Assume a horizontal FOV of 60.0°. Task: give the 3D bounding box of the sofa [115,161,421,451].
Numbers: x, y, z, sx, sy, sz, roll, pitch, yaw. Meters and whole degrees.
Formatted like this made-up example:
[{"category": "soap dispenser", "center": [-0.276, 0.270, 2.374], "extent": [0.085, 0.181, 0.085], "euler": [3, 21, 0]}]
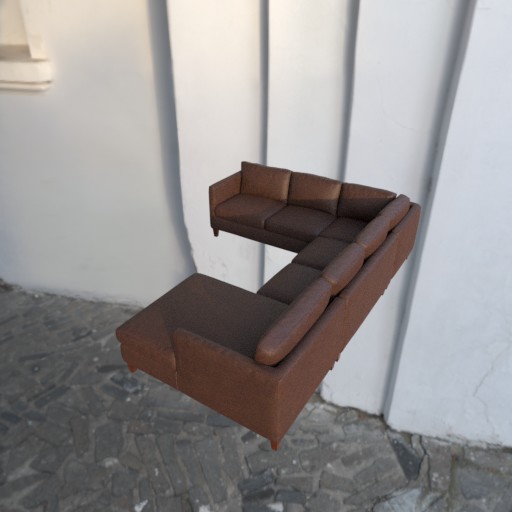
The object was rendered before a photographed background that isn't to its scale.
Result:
[{"category": "sofa", "center": [0.000, 0.000, 4.811], "extent": [2.593, 0.923, 3.460], "euler": [18, 34, 28]}]
